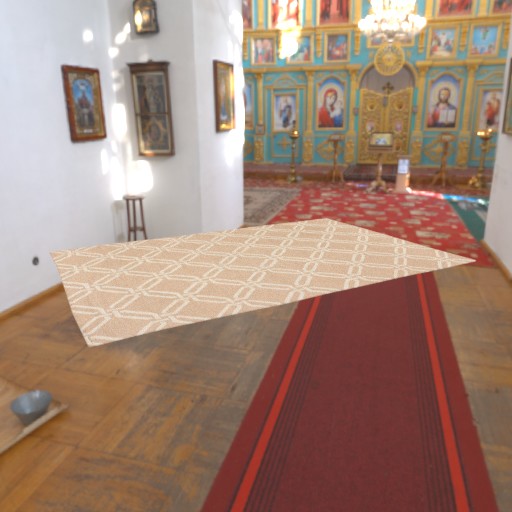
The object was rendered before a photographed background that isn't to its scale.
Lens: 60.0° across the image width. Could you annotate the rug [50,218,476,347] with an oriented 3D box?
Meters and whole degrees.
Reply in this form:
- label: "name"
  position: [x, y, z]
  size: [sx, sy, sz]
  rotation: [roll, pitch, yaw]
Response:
- label: "rug"
  position: [0.000, 0.000, 2.147]
  size: [1.745, 0.010, 1.146]
  rotation: [-9, 19, -28]
